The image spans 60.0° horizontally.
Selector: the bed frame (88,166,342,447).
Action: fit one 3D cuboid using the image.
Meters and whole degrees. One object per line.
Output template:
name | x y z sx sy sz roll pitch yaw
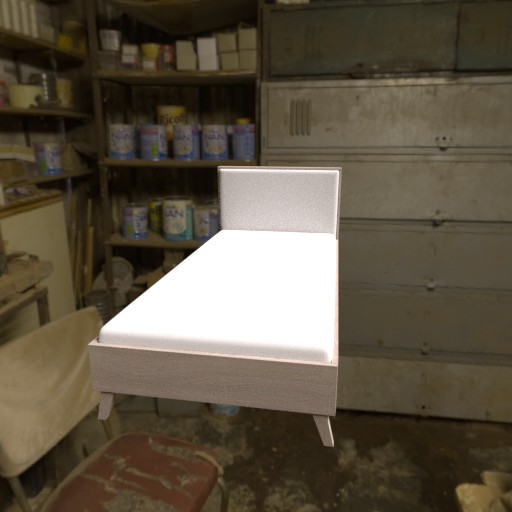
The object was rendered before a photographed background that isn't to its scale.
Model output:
bed frame | 0.000 0.000 2.684 0.990 0.920 2.140 3 15 10
